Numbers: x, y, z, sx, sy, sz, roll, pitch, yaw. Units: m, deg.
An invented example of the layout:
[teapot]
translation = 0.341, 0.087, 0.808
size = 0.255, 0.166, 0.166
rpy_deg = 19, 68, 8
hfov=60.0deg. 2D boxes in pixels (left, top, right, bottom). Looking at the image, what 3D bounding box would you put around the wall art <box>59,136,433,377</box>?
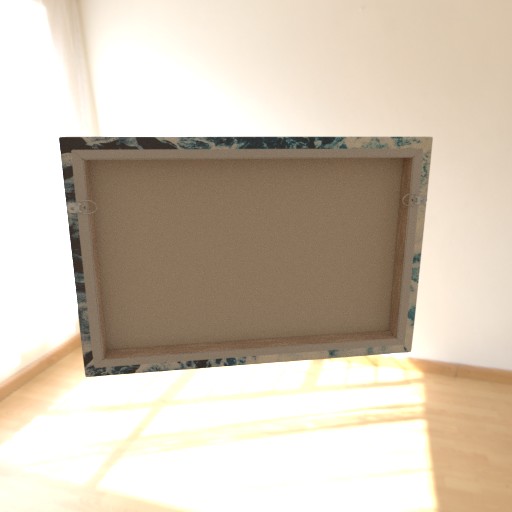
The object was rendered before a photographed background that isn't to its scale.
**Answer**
[wall art]
translation = 0.000, 0.000, 0.782
size = 0.609, 0.407, 0.043
rpy_deg = -2, 15, -9
